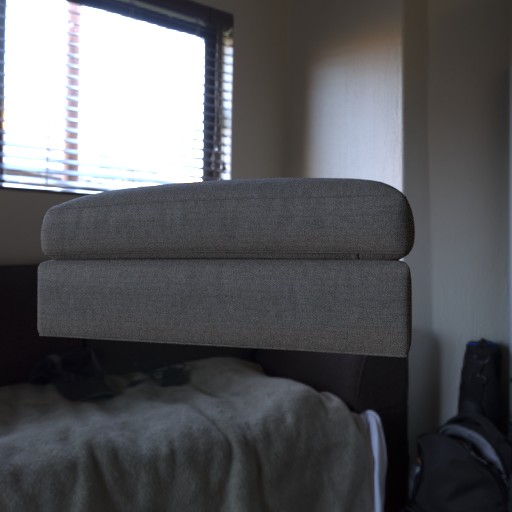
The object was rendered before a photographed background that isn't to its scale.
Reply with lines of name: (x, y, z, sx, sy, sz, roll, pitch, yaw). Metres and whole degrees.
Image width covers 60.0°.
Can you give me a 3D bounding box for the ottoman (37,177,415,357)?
ottoman: (0.000, 0.000, 1.618, 1.041, 0.470, 1.041, 0, -1, 16)
